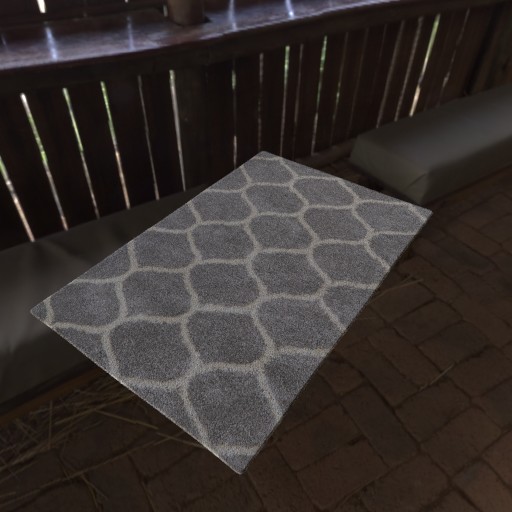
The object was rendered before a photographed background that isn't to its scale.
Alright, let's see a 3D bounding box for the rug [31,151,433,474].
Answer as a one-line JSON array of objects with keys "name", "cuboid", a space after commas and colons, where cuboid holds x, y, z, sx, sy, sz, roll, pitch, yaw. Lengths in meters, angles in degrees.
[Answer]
[{"name": "rug", "cuboid": [0.000, 0.000, 3.387, 1.801, 0.026, 2.701, 26, 48, 26]}]
